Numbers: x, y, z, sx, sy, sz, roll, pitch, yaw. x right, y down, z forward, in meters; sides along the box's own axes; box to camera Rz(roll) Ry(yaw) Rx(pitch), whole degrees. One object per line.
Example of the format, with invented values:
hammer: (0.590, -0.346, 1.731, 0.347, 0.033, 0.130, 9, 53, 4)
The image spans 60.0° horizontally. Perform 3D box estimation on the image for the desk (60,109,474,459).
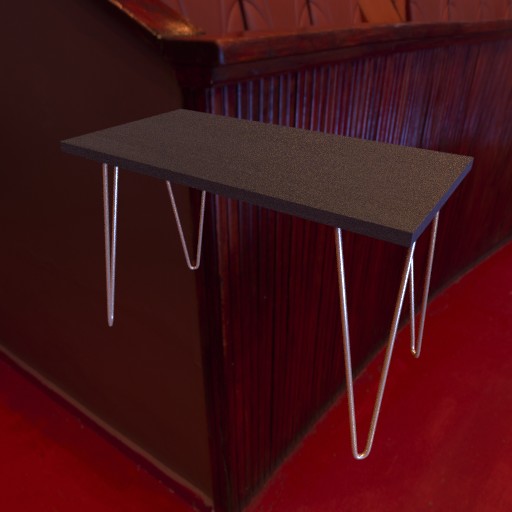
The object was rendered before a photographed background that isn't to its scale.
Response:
desk: (0.000, 0.000, 1.347, 0.991, 0.660, 0.499, 19, 35, 29)
